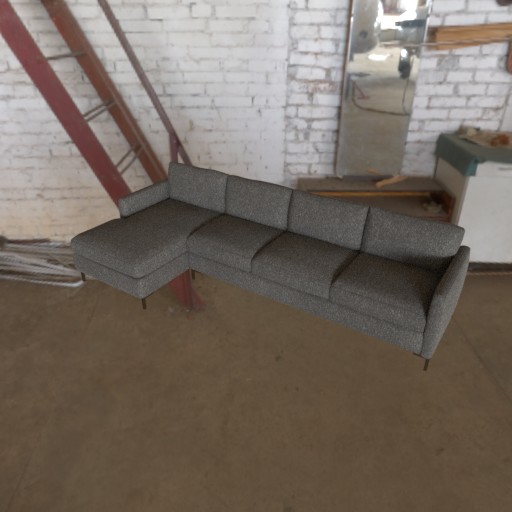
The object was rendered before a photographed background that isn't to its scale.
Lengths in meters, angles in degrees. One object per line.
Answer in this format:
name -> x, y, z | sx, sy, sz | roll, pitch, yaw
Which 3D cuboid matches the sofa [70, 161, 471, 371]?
sofa -> 0.000, 0.000, 3.520 | 2.932, 0.810, 1.350 | 18, 34, 28
